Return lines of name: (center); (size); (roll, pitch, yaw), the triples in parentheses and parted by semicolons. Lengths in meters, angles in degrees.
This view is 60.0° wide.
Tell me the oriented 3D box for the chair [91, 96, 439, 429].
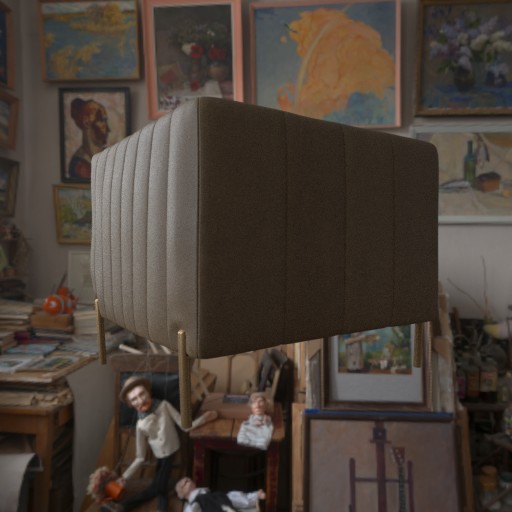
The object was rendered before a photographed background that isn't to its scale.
chair: (0.000, 0.000, 1.585); (0.981, 0.779, 0.876); (-1, 2, -35)
